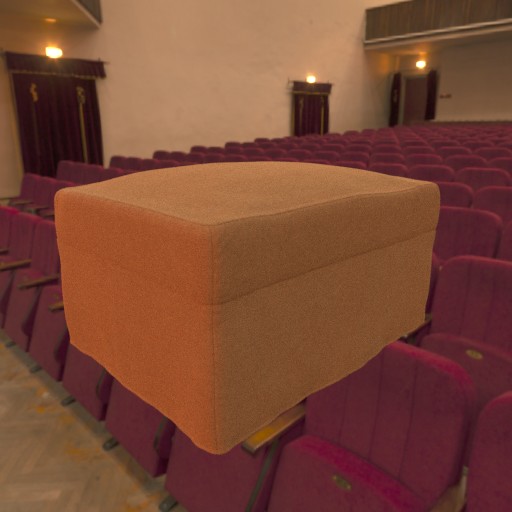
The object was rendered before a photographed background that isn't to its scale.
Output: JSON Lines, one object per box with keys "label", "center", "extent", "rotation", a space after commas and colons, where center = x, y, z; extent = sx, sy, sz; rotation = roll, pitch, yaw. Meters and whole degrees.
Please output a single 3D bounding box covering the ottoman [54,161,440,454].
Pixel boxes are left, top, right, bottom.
{"label": "ottoman", "center": [0.000, 0.000, 1.211], "extent": [0.833, 0.485, 0.650], "rotation": [-15, 22, -42]}
